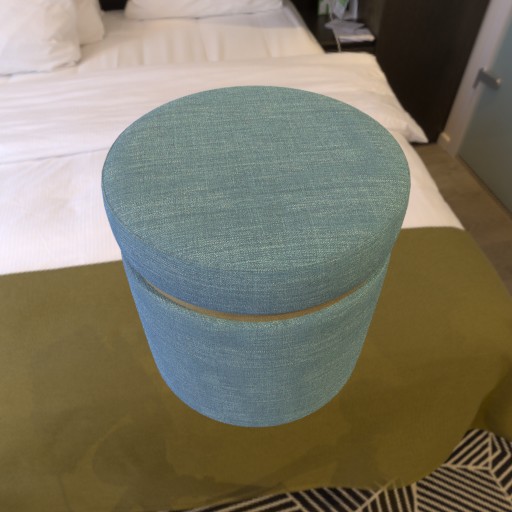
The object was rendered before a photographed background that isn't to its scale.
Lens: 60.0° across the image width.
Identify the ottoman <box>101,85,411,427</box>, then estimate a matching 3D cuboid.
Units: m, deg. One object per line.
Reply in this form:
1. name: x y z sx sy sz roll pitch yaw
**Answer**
1. ottoman: 0.000 0.000 0.709 0.398 0.406 0.398 0 47 0
